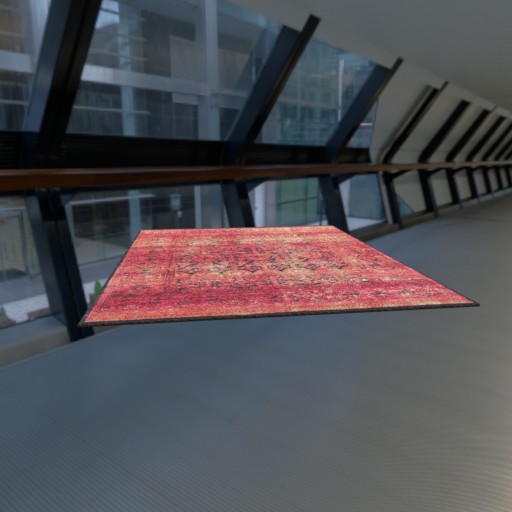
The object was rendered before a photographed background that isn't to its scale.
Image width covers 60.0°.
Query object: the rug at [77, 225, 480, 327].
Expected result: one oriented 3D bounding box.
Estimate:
[{"bbox_3d":[0.000,0.000,4.056,2.411,0.020,3.032,-2,14,-8],"label":"rug"}]
